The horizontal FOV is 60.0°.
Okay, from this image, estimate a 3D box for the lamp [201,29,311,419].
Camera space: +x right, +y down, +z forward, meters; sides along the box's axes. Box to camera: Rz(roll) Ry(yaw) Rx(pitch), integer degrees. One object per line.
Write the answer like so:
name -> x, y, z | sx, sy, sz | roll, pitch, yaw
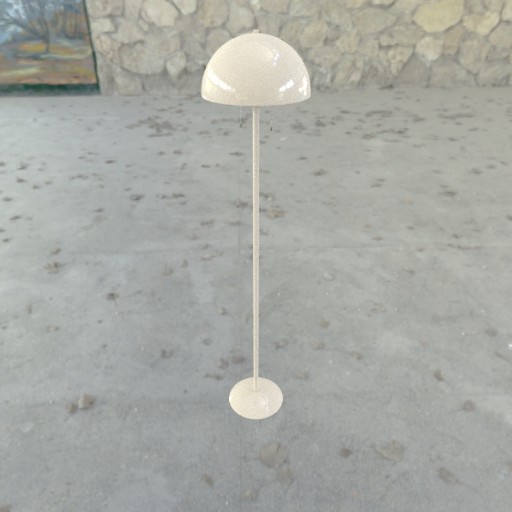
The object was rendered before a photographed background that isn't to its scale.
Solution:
lamp -> 0.000, 0.000, 1.624 | 0.328, 1.480, 0.328 | -1, 31, -1
